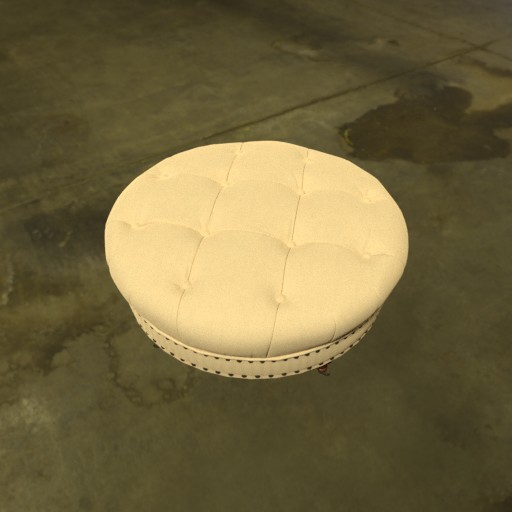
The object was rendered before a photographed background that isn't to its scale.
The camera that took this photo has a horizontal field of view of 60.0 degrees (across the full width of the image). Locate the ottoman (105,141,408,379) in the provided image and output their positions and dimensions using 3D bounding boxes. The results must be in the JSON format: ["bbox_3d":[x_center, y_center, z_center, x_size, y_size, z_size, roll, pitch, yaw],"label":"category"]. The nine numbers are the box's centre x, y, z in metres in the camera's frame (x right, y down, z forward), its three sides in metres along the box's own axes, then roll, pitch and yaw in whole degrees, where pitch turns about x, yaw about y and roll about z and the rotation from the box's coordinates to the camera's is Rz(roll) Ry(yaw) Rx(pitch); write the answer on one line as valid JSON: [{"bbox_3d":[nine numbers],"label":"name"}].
[{"bbox_3d":[0.000,0.000,1.451,0.901,0.439,0.901,0,45,0],"label":"ottoman"}]
